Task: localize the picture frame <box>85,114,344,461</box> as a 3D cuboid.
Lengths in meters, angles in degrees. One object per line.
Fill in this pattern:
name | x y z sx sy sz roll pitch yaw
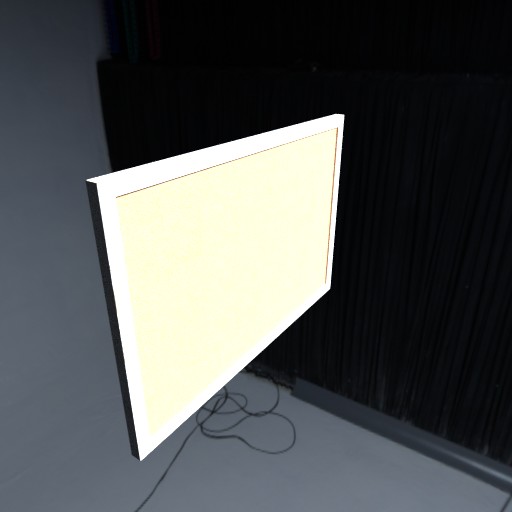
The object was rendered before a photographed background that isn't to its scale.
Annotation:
picture frame | 0.000 0.000 1.217 0.029 0.640 0.950 17 30 31
